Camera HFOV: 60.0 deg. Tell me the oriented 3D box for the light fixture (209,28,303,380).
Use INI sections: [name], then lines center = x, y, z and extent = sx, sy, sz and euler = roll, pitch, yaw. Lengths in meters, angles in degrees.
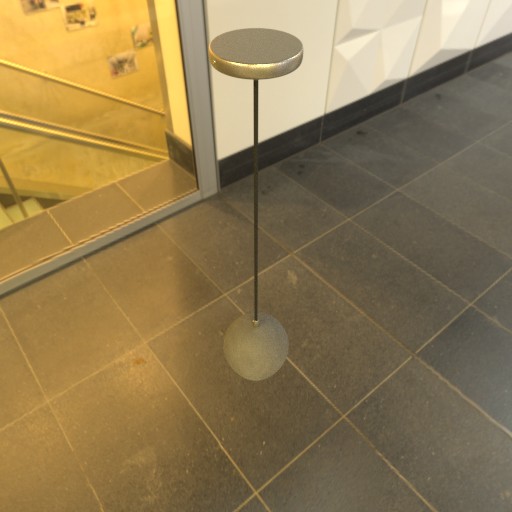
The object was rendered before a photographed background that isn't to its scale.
[light fixture]
center = 0.000, 0.000, 0.828
extent = 0.153, 0.760, 0.153
euler = 24, 51, 21
